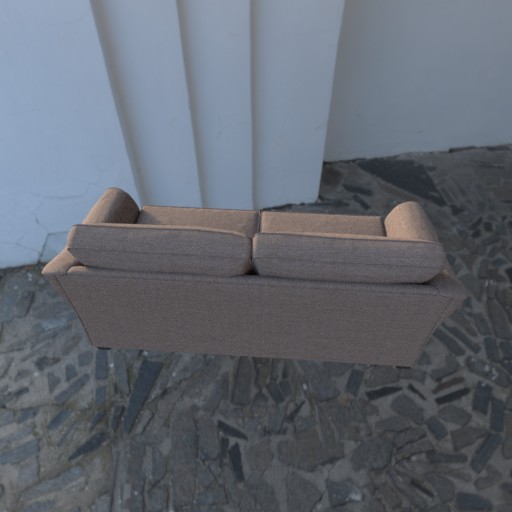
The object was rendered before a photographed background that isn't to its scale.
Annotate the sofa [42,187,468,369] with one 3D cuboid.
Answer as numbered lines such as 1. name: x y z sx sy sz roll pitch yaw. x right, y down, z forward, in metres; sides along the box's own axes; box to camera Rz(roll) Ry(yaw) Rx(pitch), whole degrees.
1. sofa: 0.000 0.000 2.838 2.270 0.965 0.980 3 47 3
